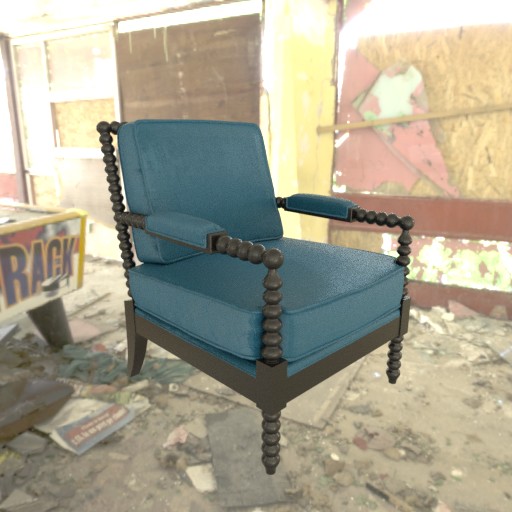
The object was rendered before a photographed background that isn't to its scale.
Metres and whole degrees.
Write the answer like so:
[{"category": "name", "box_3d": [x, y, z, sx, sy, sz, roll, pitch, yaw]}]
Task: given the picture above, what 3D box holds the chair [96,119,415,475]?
[{"category": "chair", "box_3d": [0.000, 0.000, 1.431, 0.688, 0.857, 0.805, -14, 20, -43]}]
